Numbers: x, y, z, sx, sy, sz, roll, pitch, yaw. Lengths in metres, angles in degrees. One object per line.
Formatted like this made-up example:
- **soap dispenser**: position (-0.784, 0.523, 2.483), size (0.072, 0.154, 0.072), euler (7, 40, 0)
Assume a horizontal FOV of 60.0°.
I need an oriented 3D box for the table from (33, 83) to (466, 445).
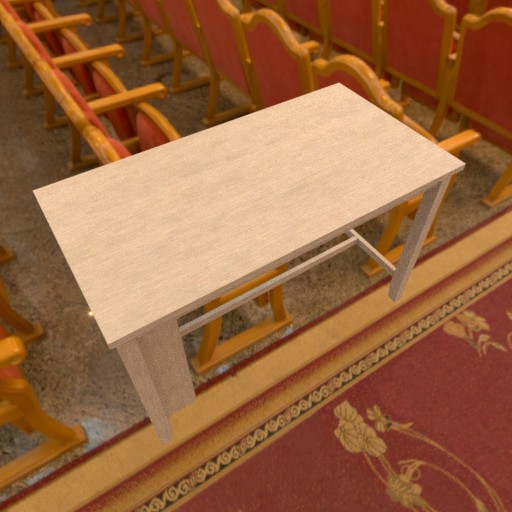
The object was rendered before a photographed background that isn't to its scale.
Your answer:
- **table**: position (0.000, 0.000, 1.935), size (1.397, 0.874, 0.729), euler (-26, 54, -21)
